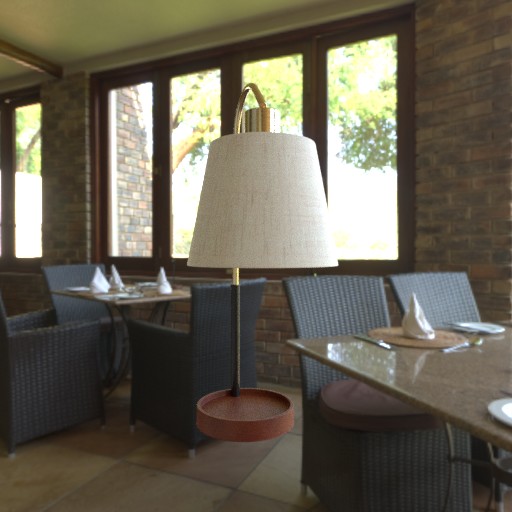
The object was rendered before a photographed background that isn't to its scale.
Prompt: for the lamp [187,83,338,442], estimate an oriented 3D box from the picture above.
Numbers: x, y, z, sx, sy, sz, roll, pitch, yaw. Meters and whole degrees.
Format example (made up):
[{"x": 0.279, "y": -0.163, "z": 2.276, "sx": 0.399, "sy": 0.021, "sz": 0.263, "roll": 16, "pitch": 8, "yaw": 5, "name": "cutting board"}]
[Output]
[{"x": 0.000, "y": 0.000, "z": 0.657, "sx": 0.211, "sy": 0.536, "sz": 0.273, "roll": 0, "pitch": 1, "yaw": -17, "name": "lamp"}]
